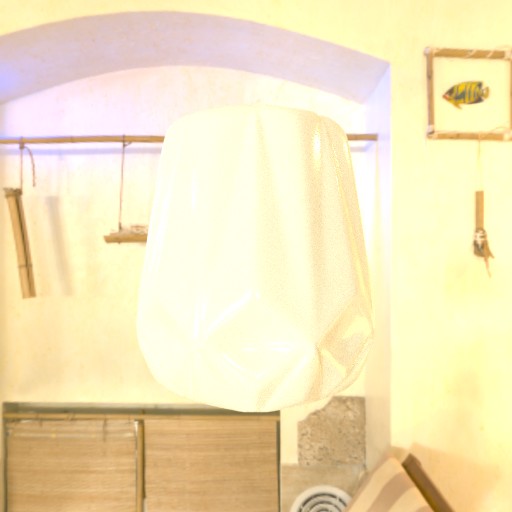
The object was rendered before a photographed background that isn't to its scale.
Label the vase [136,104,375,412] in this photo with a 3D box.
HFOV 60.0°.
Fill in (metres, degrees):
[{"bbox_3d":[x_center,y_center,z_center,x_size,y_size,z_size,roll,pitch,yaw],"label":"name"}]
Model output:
[{"bbox_3d":[0.000,0.000,0.269,0.141,0.152,0.141,0,0,0],"label":"vase"}]
